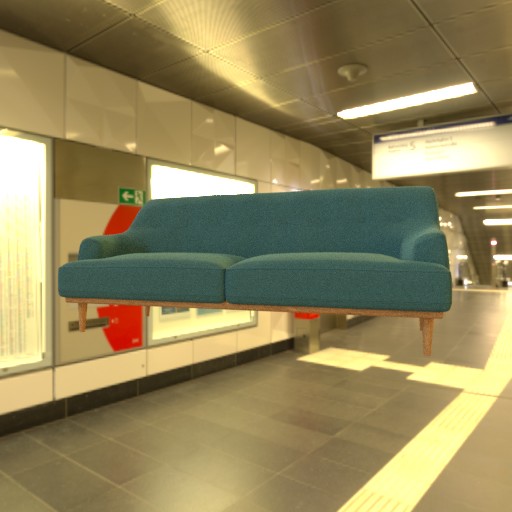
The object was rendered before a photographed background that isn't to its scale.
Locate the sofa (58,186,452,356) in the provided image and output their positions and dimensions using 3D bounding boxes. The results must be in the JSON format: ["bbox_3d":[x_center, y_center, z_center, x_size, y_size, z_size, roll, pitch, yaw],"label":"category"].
[{"bbox_3d":[0.000,0.000,2.603,2.057,0.871,0.978,0,0,19],"label":"sofa"}]
